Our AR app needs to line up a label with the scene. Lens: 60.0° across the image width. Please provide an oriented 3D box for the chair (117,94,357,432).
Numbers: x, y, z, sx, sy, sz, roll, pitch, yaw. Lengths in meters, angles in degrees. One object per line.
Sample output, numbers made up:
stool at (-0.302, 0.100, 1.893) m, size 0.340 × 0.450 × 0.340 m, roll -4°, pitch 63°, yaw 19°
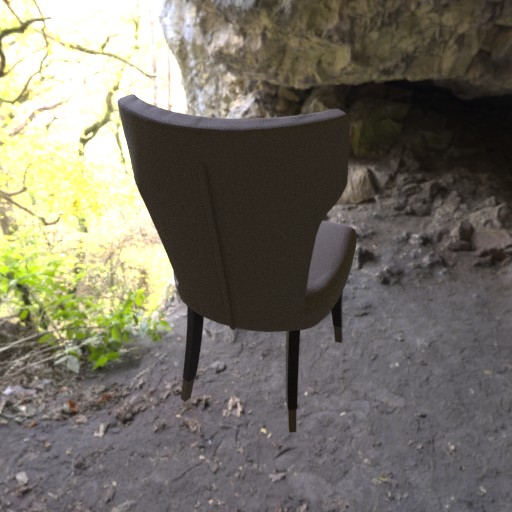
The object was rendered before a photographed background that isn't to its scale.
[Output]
chair at (0.000, 0.000, 1.301) m, size 0.526 × 0.955 × 0.630 m, roll 10°, pitch 33°, yaw 16°
